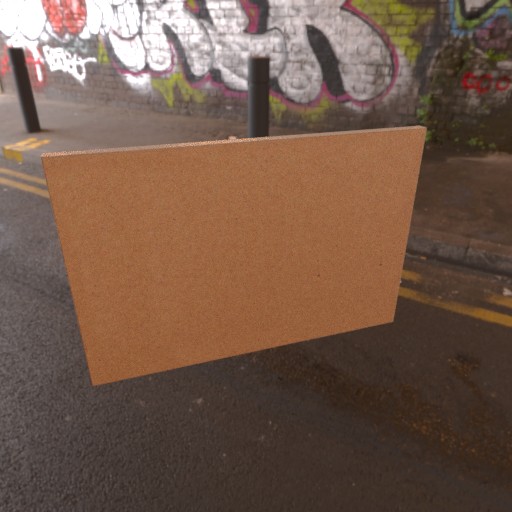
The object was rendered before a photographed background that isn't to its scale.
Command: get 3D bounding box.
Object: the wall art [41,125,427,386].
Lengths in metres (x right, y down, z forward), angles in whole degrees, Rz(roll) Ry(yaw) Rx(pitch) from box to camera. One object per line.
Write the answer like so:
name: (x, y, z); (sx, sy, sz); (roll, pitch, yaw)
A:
wall art: (0.000, 0.000, 0.783); (0.615, 0.410, 0.021); (-9, 29, -16)
